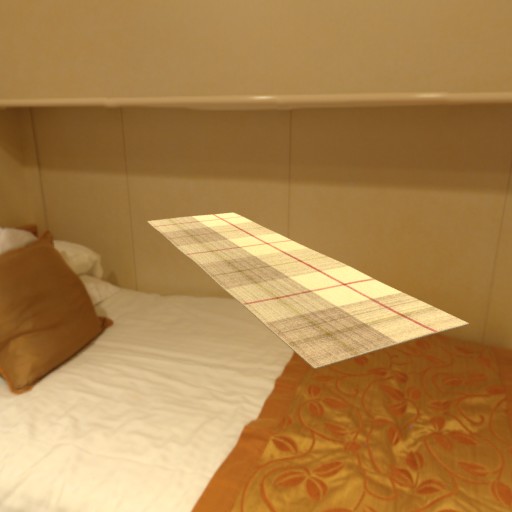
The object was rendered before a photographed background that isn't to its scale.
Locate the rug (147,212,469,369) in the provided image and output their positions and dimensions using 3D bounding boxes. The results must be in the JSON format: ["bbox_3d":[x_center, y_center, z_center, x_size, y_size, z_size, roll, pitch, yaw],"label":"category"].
[{"bbox_3d":[0.000,0.000,2.715,0.762,0.013,2.439,-9,20,-25],"label":"rug"}]
